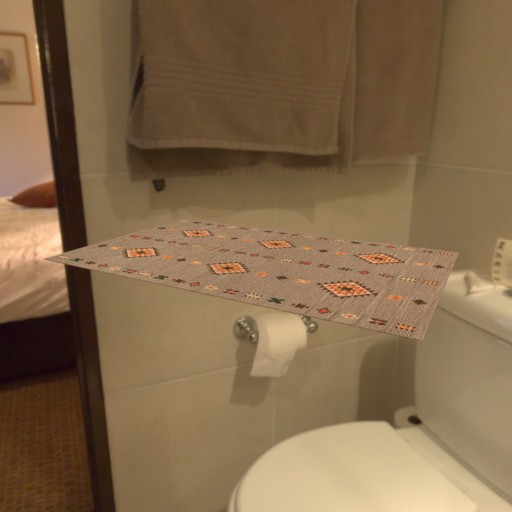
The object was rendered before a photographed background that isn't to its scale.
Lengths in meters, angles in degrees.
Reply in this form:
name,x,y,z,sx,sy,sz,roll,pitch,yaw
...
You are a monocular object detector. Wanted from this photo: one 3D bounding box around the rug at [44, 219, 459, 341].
name,x,y,z,sx,sy,sz,roll,pitch,yaw
rug,0.000,0.000,3.049,2.427,0.007,1.515,9,19,28
